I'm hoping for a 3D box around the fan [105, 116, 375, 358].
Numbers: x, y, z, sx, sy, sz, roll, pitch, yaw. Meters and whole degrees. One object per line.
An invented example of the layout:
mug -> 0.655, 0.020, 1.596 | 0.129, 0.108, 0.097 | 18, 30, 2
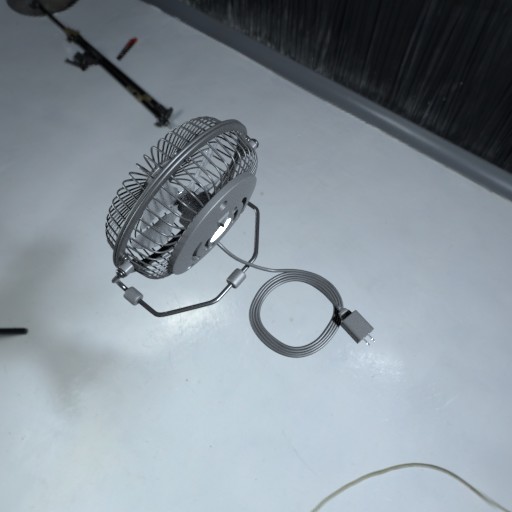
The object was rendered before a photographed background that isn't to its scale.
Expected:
fan -> 0.000, 0.000, 0.314 | 0.202, 0.152, 0.153 | 35, 68, 16
